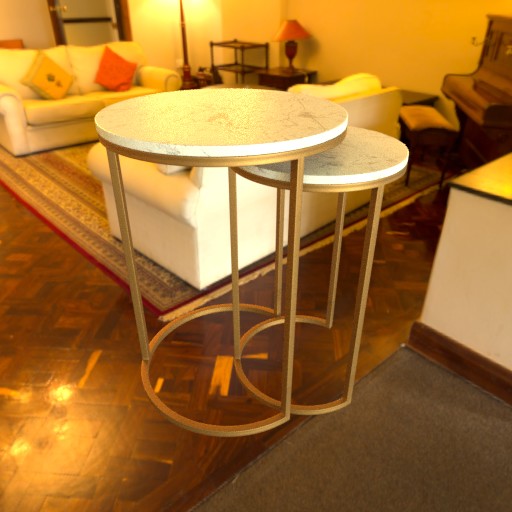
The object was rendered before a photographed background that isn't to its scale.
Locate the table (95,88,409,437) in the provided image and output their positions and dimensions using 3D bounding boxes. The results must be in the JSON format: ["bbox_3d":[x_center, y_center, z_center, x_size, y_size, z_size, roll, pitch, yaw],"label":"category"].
[{"bbox_3d":[0.000,0.000,0.862,0.507,0.550,0.400,0,30,0],"label":"table"}]
